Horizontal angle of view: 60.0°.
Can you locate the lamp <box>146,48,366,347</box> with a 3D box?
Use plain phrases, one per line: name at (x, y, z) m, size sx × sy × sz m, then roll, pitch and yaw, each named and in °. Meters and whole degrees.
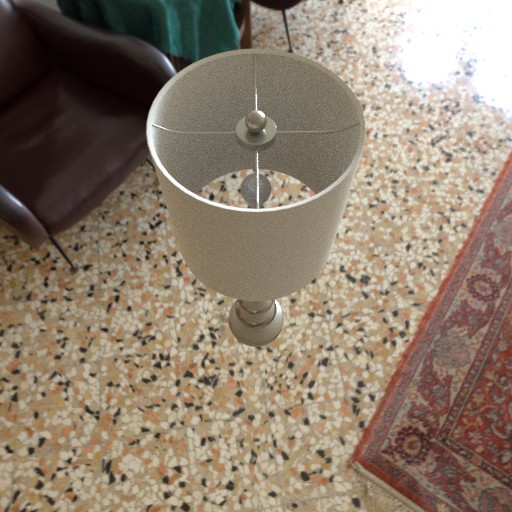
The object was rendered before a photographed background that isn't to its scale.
lamp at (0.000, 0.000, 0.807) m, size 0.254 × 0.690 × 0.254 m, roll -1°, pitch 62°, yaw 0°
